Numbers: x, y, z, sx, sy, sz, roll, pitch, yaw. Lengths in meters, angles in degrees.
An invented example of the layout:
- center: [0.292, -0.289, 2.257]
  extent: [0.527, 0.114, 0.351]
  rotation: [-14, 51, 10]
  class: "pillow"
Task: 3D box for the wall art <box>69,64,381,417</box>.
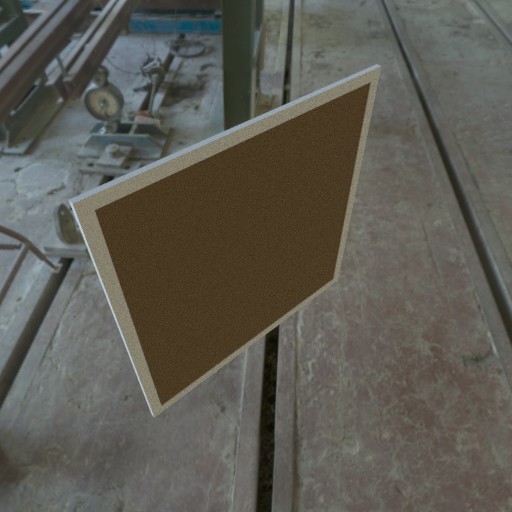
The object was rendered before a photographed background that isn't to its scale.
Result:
- center: [0.000, 0.000, 1.209]
  extent: [0.812, 0.812, 0.015]
  rotation: [-32, 54, -27]
  class: "wall art"
